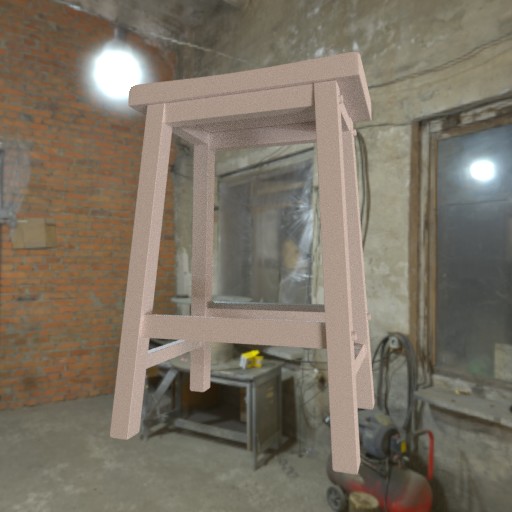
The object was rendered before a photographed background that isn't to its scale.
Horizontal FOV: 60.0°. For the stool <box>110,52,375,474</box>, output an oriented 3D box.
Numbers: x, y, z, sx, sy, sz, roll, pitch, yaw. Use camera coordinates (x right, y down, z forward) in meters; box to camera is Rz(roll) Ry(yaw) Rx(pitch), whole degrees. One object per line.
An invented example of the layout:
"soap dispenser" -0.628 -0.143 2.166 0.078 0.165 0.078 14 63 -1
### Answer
"stool" 0.000 0.000 0.831 0.406 0.610 0.322 0 -1 19
